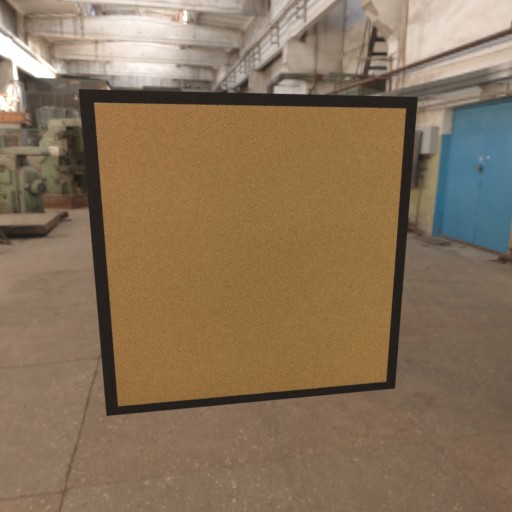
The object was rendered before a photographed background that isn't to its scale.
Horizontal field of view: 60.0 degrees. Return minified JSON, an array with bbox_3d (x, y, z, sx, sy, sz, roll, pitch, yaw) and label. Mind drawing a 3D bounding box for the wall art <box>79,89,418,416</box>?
[{"bbox_3d":[0.000,0.000,0.444,0.305,0.304,0.033,-2,13,-10],"label":"wall art"}]
